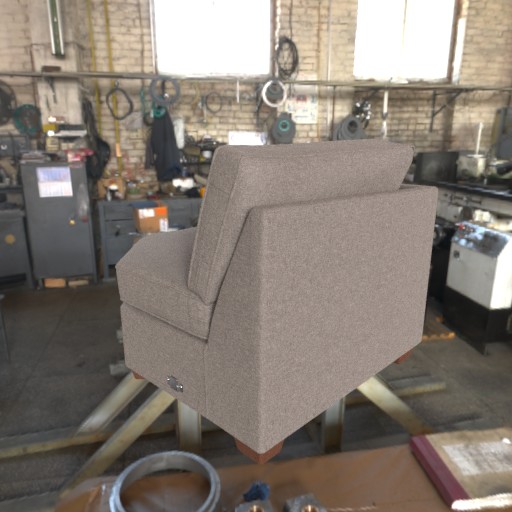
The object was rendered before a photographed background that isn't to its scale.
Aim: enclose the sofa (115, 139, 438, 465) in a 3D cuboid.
[{"bbox_3d":[0.000,0.000,1.855,1.050,0.951,1.042,15,22,43],"label":"sofa"}]
